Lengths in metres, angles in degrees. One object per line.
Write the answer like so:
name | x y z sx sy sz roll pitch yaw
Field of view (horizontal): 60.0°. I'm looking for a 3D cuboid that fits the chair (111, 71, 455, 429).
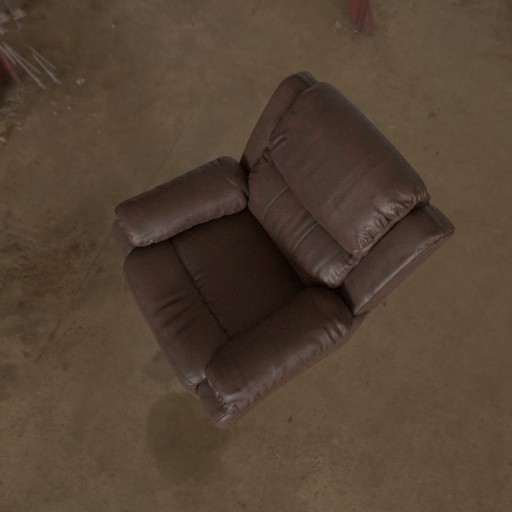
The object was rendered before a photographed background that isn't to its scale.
chair | 0.000 0.000 1.253 0.707 0.702 0.680 -29 67 -13
